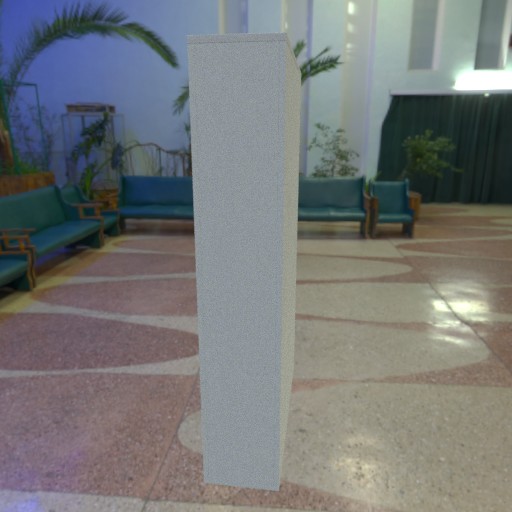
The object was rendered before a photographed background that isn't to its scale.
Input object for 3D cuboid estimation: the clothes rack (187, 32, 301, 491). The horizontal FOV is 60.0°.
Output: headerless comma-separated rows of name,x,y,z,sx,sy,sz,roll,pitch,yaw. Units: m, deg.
clothes rack,0.000,0.000,1.561,0.250,1.280,0.750,2,16,8
